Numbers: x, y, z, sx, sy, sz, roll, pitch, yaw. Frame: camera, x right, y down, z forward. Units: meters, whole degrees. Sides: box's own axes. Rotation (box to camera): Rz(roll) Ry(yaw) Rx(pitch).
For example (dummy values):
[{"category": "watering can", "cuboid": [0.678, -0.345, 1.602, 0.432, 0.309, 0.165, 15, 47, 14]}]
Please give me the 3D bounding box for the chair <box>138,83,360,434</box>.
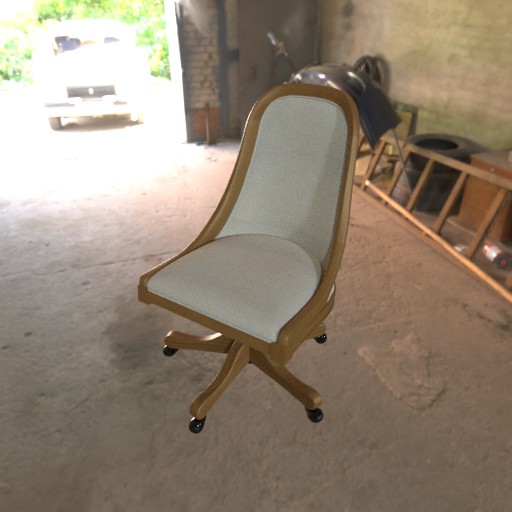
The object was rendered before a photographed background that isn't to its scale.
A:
[{"category": "chair", "cuboid": [0.000, 0.000, 1.535, 0.702, 1.009, 0.811, 18, 36, 27]}]
